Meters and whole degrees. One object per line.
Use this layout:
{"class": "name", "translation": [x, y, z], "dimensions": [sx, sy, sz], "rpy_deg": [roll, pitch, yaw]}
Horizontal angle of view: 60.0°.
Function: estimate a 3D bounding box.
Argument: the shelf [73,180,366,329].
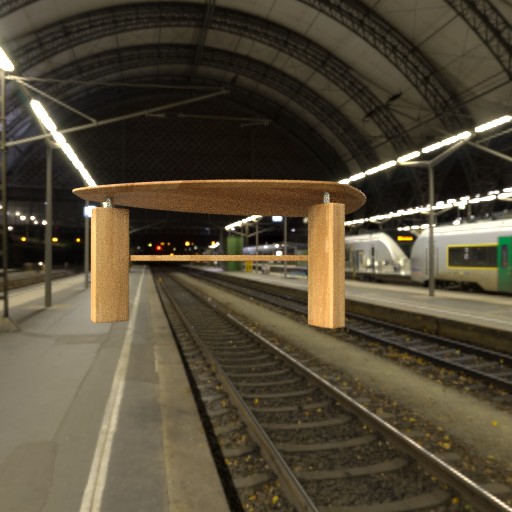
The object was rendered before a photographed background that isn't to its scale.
{"class": "shelf", "translation": [0.000, 0.000, 1.685], "dimensions": [1.240, 0.439, 0.863], "rpy_deg": [0, 0, -35]}
